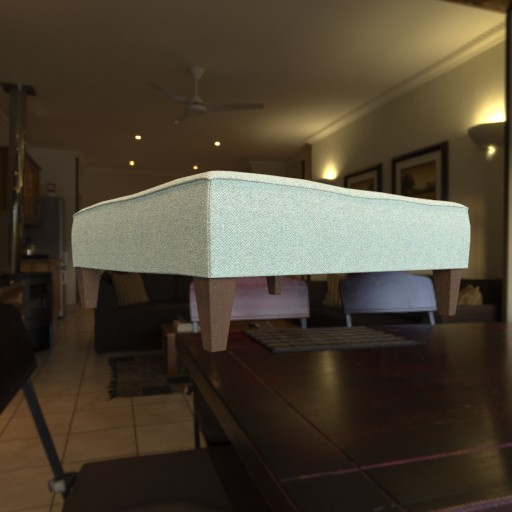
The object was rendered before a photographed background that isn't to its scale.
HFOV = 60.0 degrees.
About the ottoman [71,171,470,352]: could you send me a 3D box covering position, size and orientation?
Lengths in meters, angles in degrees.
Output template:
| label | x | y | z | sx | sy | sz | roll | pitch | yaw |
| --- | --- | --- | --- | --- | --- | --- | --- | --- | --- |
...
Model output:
| label | x | y | z | sx | sy | sz | roll | pitch | yaw |
| --- | --- | --- | --- | --- | --- | --- | --- | --- | --- |
| ottoman | 0.000 | 0.000 | 1.525 | 0.968 | 0.379 | 1.004 | 0 | 0 | -37 |
